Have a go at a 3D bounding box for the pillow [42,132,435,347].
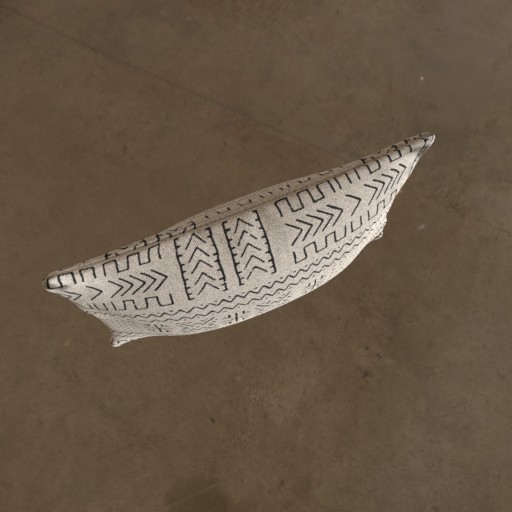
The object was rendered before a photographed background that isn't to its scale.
[{"bbox_3d":[0.000,0.000,0.802,0.637,0.352,0.188,-22,67,-10],"label":"pillow"}]
